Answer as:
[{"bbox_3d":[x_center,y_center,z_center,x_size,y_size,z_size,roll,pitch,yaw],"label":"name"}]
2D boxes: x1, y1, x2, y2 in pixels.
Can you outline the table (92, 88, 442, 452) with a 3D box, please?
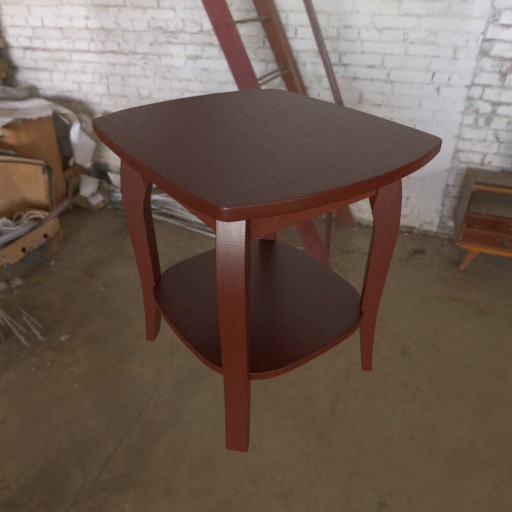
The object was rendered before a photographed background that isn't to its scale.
[{"bbox_3d":[0.000,0.000,0.855,0.433,0.496,0.502,-21,39,-29],"label":"table"}]
